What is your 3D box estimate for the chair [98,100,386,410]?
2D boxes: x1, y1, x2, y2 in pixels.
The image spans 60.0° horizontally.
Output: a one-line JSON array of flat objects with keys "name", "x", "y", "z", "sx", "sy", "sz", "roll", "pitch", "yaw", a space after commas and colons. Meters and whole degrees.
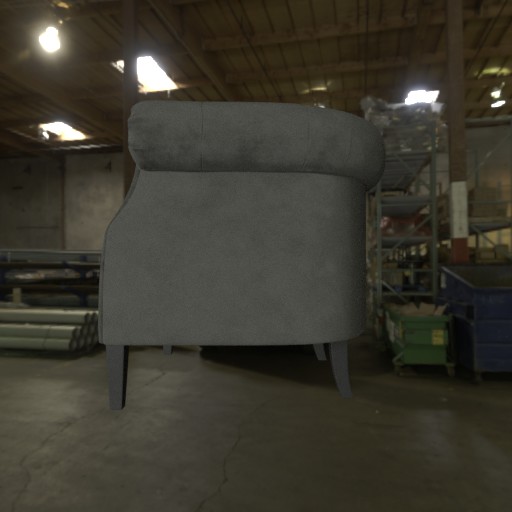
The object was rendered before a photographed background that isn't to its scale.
[{"name": "chair", "x": 0.000, "y": 0.000, "z": 1.542, "sx": 0.851, "sy": 0.826, "sz": 0.904, "roll": 0, "pitch": -1, "yaw": 0}]
